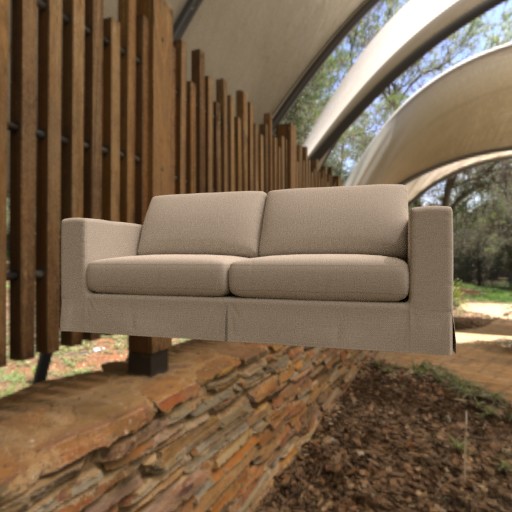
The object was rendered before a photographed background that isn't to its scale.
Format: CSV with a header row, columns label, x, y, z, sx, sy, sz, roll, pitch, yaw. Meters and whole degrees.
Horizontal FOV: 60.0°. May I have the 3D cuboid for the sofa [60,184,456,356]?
label,x,y,z,sx,sy,sz,roll,pitch,yaw
sofa,0.000,0.000,2.726,2.163,0.881,0.954,0,0,18
